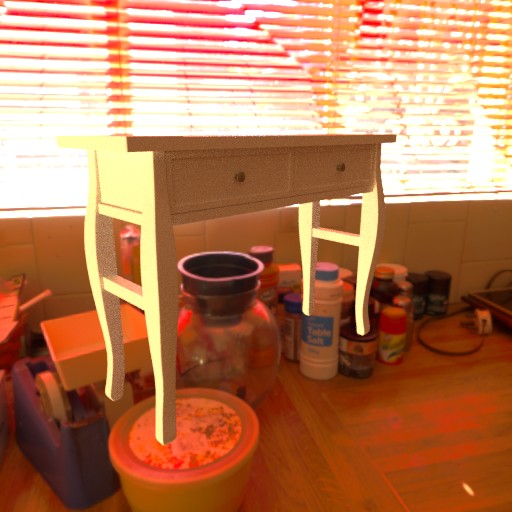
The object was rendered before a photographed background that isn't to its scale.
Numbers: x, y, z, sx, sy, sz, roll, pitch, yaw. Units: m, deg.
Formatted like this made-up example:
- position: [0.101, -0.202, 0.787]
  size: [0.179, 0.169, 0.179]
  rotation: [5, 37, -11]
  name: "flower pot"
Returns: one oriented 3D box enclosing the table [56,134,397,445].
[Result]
- position: [0.000, 0.000, 1.455]
  size: [1.062, 0.768, 0.373]
  rotation: [-15, 21, -42]
  name: "table"
